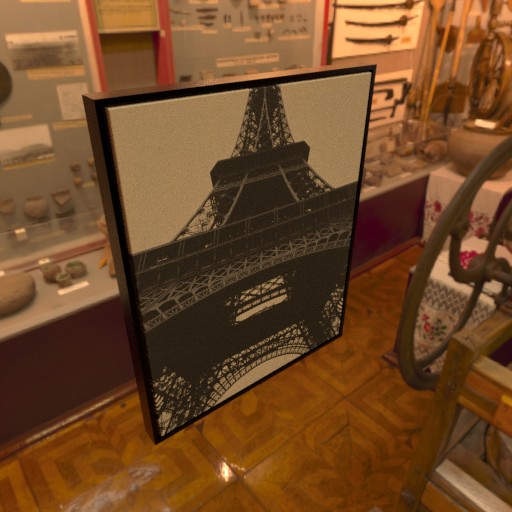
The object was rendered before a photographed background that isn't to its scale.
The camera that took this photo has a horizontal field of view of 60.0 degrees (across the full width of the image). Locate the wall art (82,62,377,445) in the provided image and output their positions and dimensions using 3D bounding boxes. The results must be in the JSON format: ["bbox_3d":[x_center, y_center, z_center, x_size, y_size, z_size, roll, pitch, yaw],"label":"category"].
[{"bbox_3d":[0.000,0.000,0.729,0.451,0.553,0.039,-21,37,-32],"label":"wall art"}]
